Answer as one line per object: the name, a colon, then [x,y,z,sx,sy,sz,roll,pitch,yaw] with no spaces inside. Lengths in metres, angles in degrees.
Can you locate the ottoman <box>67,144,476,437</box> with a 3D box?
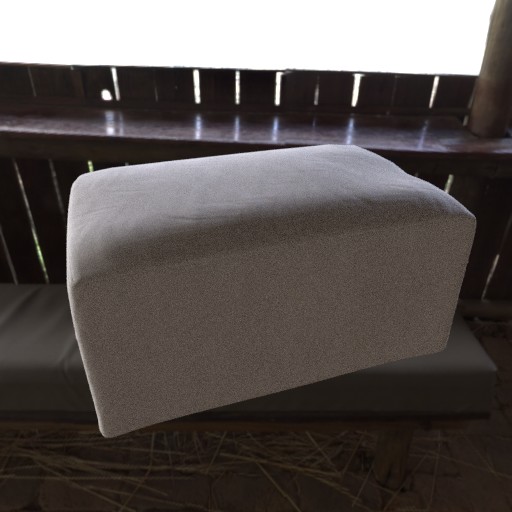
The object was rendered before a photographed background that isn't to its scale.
ottoman: [0.000,0.000,1.148,0.872,0.444,0.590,-10,32,-16]
